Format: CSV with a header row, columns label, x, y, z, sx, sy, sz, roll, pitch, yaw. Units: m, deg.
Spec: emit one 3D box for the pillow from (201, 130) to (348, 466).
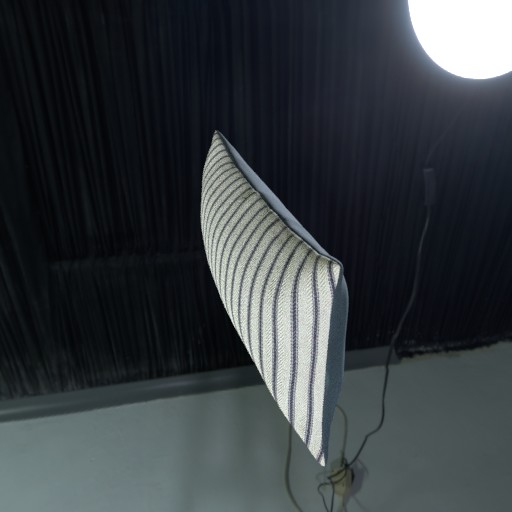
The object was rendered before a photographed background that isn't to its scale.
label,x,y,z,sx,sy,sz,roll,pitch,yaw
pillow,0.000,0.000,0.748,0.151,0.305,0.609,-8,30,-14
